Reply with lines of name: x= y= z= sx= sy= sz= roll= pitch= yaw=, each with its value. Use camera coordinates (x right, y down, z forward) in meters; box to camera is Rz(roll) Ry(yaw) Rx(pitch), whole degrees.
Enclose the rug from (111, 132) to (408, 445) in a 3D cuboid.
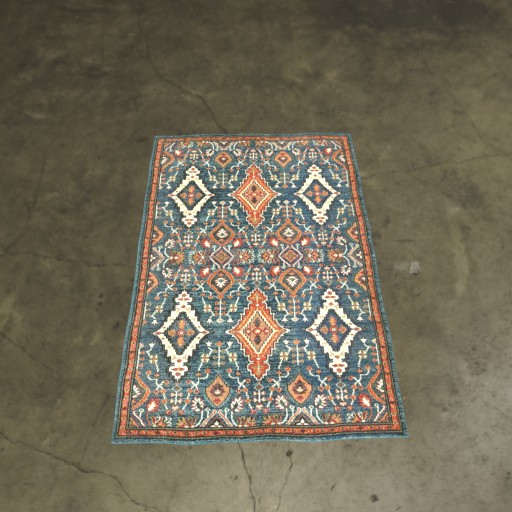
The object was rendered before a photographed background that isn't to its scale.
rug: x=0.000 y=0.000 z=3.011 sx=1.622 sy=0.009 sz=2.373 roll=-1 pitch=58 yaw=-1
